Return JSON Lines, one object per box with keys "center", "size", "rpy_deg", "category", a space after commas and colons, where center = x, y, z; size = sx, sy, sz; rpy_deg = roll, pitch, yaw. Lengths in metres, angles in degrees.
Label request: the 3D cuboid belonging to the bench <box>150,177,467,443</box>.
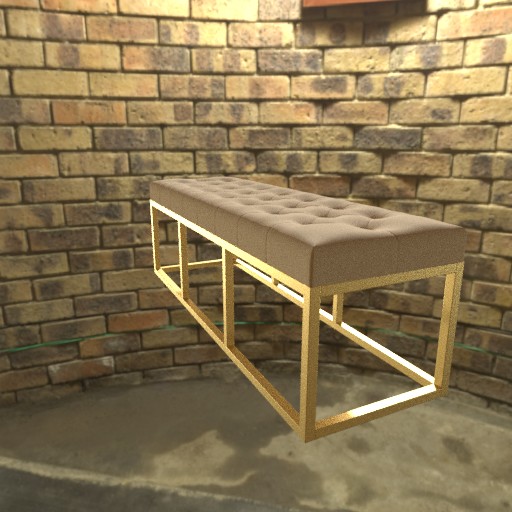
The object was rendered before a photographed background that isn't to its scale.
{"center": [0.000, 0.000, 1.693], "size": [0.457, 0.484, 1.473], "rpy_deg": [-7, 17, -25], "category": "bench"}
